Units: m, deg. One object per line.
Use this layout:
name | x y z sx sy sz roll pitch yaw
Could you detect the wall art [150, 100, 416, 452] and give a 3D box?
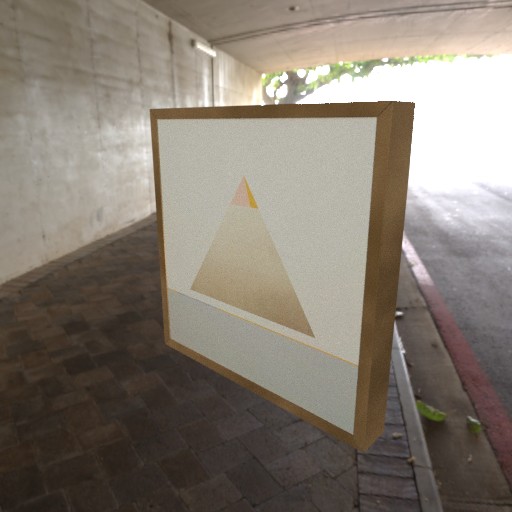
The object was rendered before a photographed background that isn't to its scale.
wall art | 0.000 0.000 0.473 0.305 0.303 0.038 15 22 41
